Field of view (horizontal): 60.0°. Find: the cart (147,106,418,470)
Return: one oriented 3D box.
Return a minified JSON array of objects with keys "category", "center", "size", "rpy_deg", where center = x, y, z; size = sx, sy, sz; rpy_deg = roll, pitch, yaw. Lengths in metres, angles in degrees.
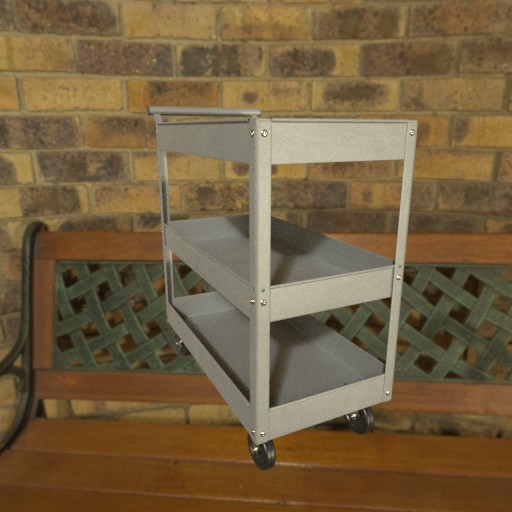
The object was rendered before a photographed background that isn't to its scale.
[{"category":"cart","center":[0.000,0.000,1.181],"size":[0.366,0.780,0.719],"rpy_deg":[-8,18,-25]}]
